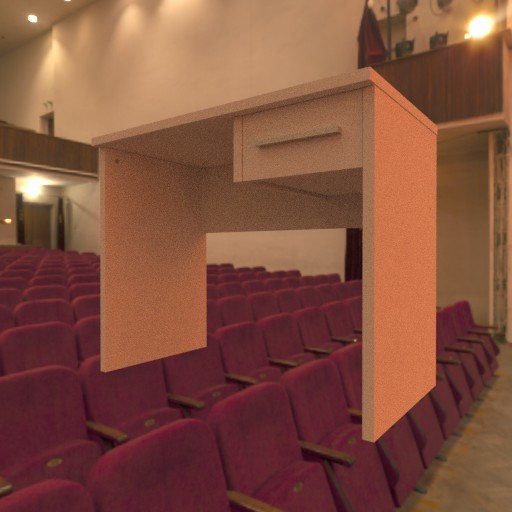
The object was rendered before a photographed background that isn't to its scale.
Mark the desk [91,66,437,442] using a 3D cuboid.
[{"bbox_3d":[0.000,0.000,1.312,0.900,0.729,0.498,0,1,36],"label":"desk"}]
